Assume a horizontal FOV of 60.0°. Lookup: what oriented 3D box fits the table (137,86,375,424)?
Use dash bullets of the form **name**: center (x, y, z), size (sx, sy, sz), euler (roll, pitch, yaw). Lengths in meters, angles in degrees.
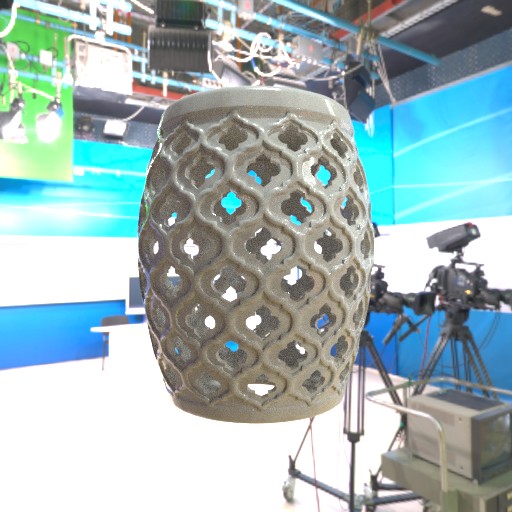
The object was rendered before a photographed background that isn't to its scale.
- **table**: center (0.000, 0.000, 0.627), size (0.325, 0.388, 0.325), euler (0, 0, 0)
